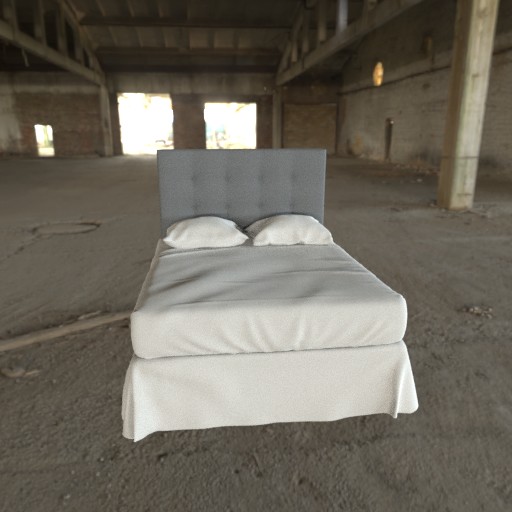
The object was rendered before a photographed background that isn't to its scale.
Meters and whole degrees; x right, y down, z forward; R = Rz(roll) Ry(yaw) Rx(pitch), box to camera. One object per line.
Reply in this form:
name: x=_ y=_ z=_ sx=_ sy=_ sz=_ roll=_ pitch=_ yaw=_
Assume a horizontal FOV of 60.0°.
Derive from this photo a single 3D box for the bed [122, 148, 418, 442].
bed: x=0.000 y=0.000 z=3.493 sx=1.936 sy=1.577 sz=2.222 roll=-2 pitch=16 yaw=-7
